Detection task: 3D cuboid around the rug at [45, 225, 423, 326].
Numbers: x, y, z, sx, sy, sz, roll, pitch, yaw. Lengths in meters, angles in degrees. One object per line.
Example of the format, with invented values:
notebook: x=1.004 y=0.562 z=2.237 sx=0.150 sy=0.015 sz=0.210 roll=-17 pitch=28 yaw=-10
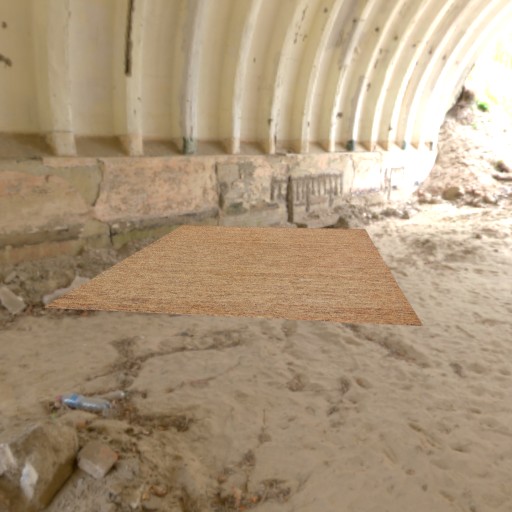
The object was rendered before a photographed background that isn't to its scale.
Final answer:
rug: x=0.000 y=0.000 z=4.351 sx=2.438 sy=0.012 sz=3.200 roll=2 pitch=14 yaw=7
